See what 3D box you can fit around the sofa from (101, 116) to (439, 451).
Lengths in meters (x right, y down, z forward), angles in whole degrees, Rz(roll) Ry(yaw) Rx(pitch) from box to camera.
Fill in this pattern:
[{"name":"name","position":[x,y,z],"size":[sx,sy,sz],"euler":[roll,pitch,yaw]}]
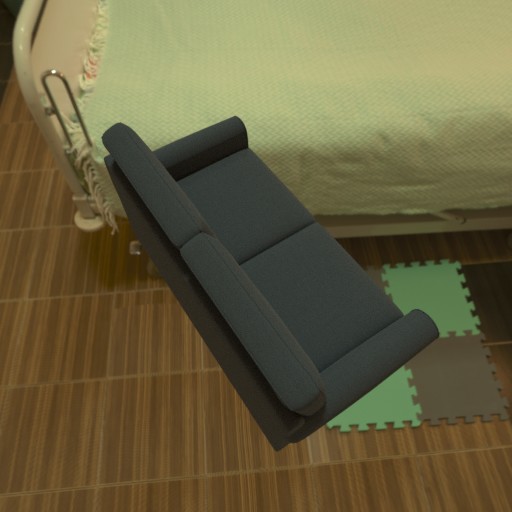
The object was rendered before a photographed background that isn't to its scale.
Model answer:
[{"name":"sofa","position":[0.000,0.000,2.579],"size":[0.940,1.020,1.930],"euler":[-30,63,-17]}]
